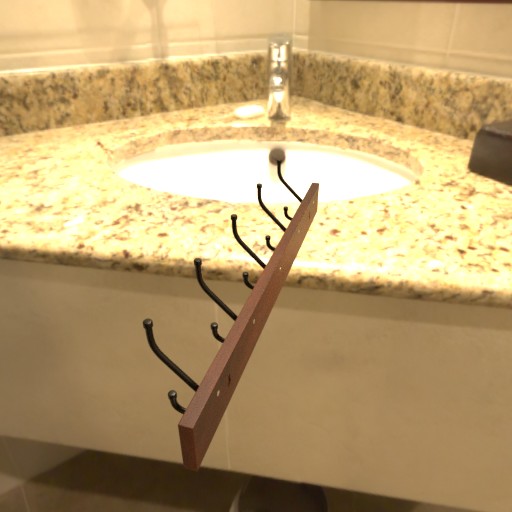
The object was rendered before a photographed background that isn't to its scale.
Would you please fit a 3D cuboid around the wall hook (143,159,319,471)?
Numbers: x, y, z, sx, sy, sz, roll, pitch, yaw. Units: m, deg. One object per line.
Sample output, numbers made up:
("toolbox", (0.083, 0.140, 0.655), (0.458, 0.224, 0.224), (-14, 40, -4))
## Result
("wall hook", (0.000, 0.000, 0.616), (0.071, 0.117, 0.571), (9, 33, 15))
